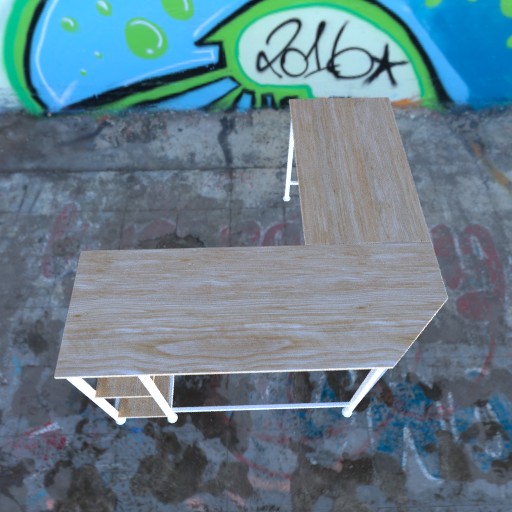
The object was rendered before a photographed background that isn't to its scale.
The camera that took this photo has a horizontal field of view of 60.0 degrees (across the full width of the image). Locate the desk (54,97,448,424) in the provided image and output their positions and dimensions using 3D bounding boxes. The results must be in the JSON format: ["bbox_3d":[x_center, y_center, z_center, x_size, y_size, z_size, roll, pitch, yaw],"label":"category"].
[{"bbox_3d":[0.000,0.000,2.158,1.379,0.739,1.379,-2,58,-1],"label":"desk"}]
